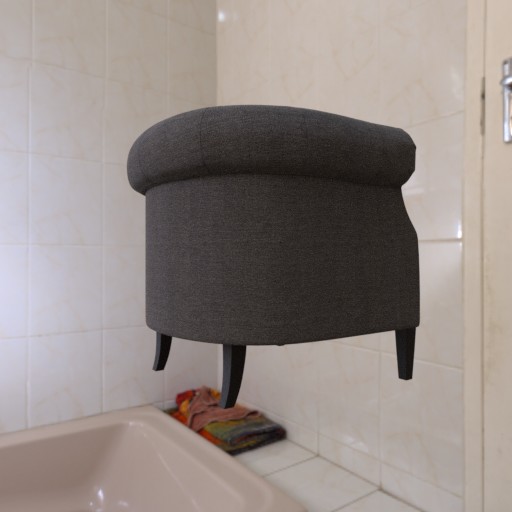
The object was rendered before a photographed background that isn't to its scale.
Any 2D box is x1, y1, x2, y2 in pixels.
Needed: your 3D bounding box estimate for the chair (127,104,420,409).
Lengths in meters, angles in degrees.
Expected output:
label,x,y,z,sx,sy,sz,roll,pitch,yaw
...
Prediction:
label,x,y,z,sx,sy,sz,roll,pitch,yaw
chair,0.000,0.000,1.564,0.852,0.827,0.905,0,0,-35
